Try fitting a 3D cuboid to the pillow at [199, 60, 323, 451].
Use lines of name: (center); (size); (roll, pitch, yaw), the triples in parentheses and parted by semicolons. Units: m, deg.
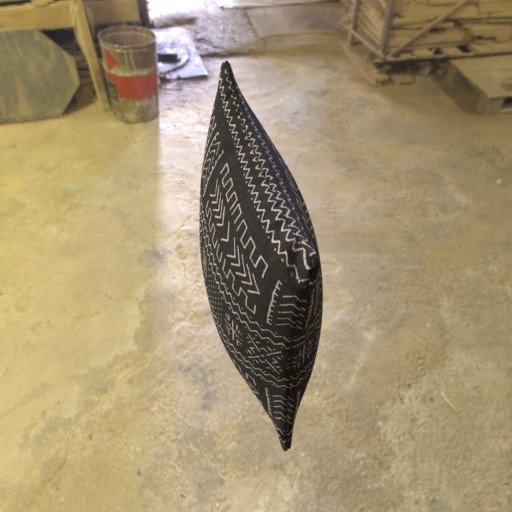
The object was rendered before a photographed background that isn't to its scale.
pillow: (0.000, 0.000, 0.674); (0.164, 0.430, 0.438); (-10, 47, -9)
